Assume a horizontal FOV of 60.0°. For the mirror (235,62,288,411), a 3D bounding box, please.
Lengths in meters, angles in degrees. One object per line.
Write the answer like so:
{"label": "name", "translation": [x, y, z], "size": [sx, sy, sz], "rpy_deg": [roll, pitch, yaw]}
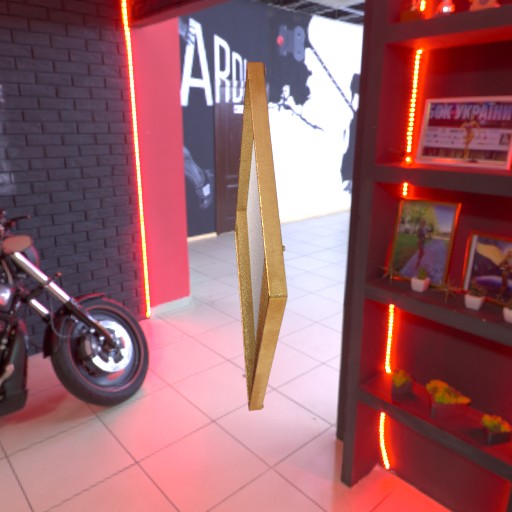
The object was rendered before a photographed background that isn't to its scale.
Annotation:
{"label": "mirror", "translation": [0.000, 0.000, 0.841], "size": [0.032, 0.679, 0.419], "rpy_deg": [-3, 17, -9]}
